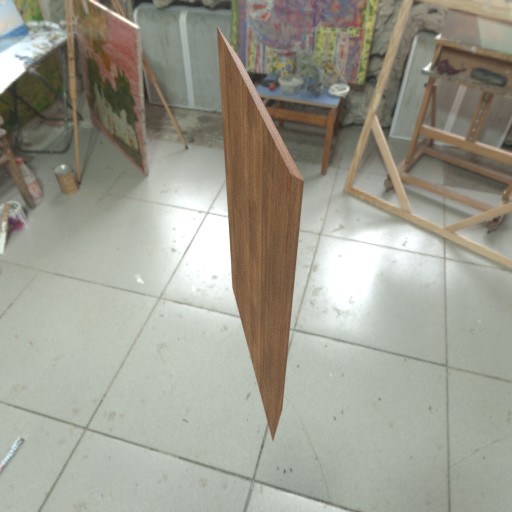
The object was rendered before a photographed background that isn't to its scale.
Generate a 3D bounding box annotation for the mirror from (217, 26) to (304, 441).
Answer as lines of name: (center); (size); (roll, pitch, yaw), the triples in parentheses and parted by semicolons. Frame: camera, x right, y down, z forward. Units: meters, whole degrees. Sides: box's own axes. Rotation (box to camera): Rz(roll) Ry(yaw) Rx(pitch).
mirror: (0.000, 0.000, 1.252); (0.047, 1.010, 0.651); (-10, 47, -9)
